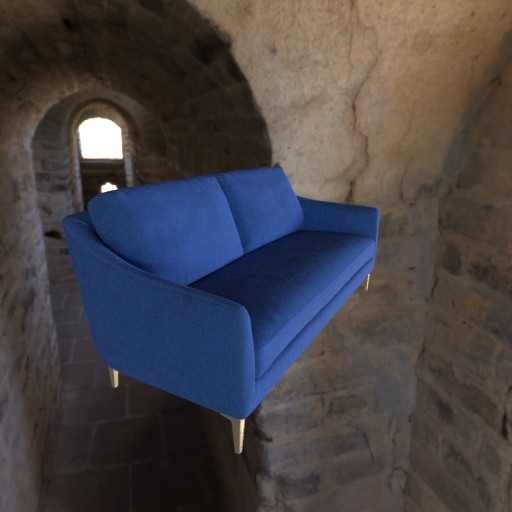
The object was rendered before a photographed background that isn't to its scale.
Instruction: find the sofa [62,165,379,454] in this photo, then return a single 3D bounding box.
[{"bbox_3d":[0.000,0.000,2.510,0.960,0.903,2.036,8,18,26],"label":"sofa"}]
